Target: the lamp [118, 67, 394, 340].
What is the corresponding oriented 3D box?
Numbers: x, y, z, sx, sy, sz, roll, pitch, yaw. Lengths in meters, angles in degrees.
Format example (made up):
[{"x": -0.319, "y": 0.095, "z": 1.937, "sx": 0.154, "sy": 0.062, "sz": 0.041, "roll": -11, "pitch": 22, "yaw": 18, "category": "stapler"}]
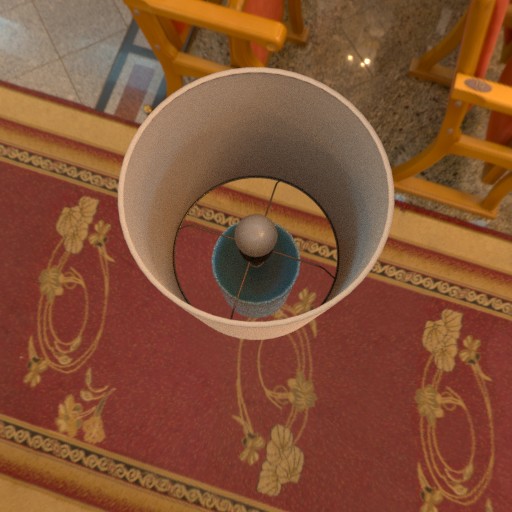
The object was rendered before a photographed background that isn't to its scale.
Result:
[{"x": 0.000, "y": 0.000, "z": 0.737, "sx": 0.278, "sy": 0.597, "sz": 0.278, "roll": 18, "pitch": 77, "yaw": 4, "category": "lamp"}]
